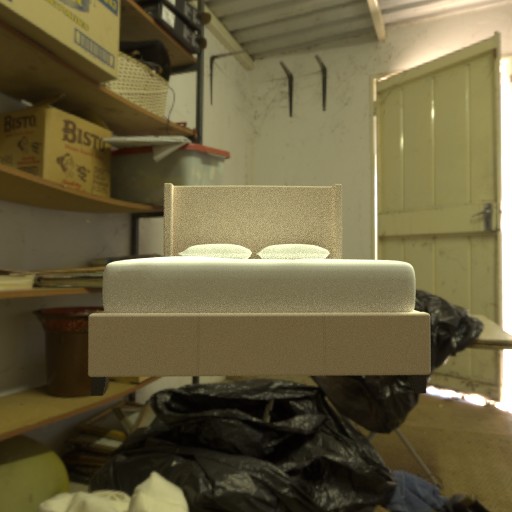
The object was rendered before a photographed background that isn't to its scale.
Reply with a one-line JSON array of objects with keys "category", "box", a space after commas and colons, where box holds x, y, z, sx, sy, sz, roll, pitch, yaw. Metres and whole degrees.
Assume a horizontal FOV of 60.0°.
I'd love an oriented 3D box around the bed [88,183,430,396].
[{"category": "bed", "box": [0.000, 0.000, 3.433, 1.778, 1.471, 2.293, 0, -1, -1]}]
